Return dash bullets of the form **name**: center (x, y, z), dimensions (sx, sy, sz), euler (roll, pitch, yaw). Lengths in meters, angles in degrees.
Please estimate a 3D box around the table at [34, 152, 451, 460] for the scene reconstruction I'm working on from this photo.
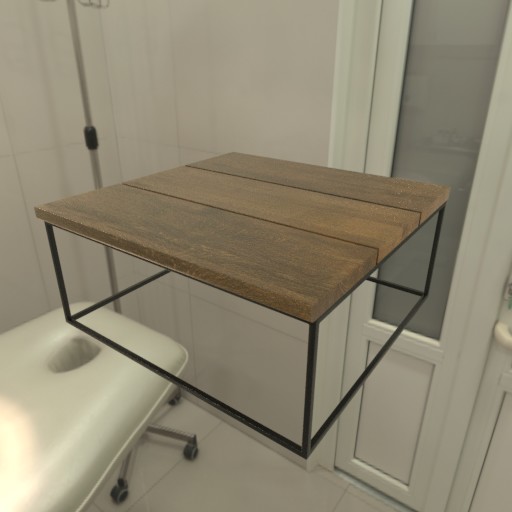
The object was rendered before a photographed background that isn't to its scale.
- **table**: center (0.000, 0.000, 1.428), dimensions (0.900, 0.400, 0.900), euler (17, 30, 32)
